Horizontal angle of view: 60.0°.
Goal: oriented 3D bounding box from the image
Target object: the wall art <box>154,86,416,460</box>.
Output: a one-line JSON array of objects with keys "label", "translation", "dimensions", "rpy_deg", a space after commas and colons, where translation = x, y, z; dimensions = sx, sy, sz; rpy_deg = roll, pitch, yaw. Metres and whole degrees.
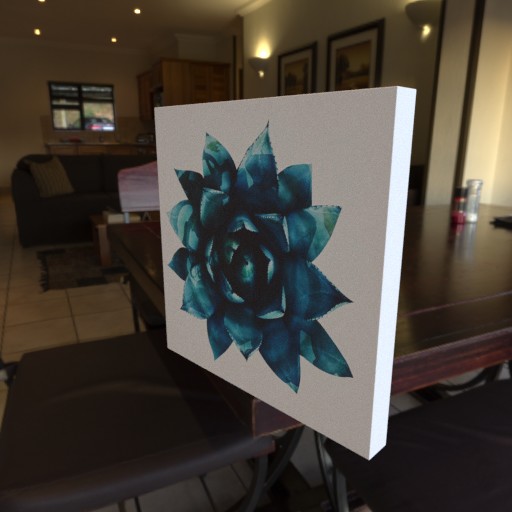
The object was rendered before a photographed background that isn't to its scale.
[{"label": "wall art", "translation": [0.000, 0.000, 0.612], "dimensions": [0.406, 0.406, 0.038], "rpy_deg": [14, 20, 43]}]
